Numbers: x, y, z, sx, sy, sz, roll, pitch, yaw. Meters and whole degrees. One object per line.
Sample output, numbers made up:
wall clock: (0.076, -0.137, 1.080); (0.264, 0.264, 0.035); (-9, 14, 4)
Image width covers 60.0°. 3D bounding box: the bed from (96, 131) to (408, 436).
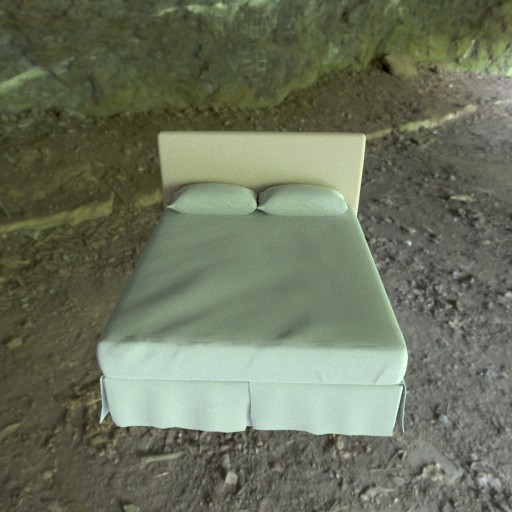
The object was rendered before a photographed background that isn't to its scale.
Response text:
bed: (0.000, 0.000, 3.305); (1.884, 1.330, 2.142); (1, 30, 2)
